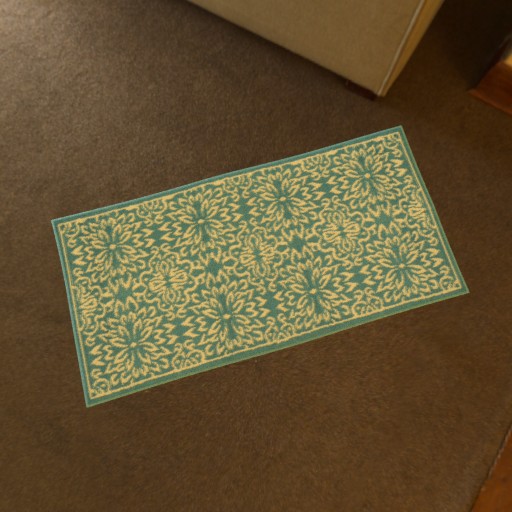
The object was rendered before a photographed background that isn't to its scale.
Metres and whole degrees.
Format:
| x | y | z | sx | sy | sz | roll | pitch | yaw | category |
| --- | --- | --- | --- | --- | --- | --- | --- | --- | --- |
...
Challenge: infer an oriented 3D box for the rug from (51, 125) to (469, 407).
| x | y | z | sx | sy | sz | roll | pitch | yaw | category |
| --- | --- | --- | --- | --- | --- | --- | --- | --- | --- |
| 0.000 | 0.000 | 1.417 | 1.219 | 0.007 | 0.604 | -16 | 77 | -4 | rug |
